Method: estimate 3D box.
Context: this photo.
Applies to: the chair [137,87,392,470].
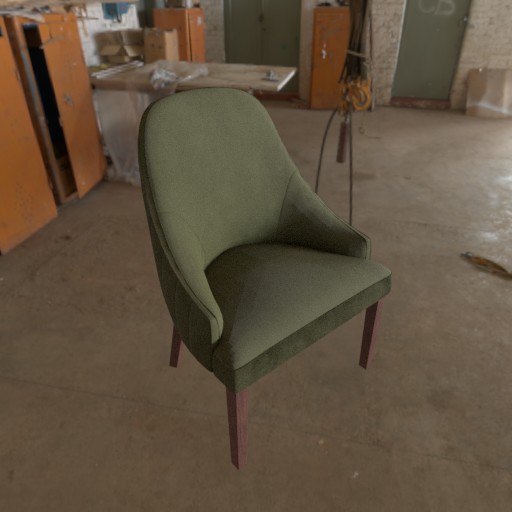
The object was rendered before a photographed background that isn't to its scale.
[{"bbox_3d":[0.000,0.000,1.333,0.643,0.889,0.575,-24,38,-35],"label":"chair"}]
